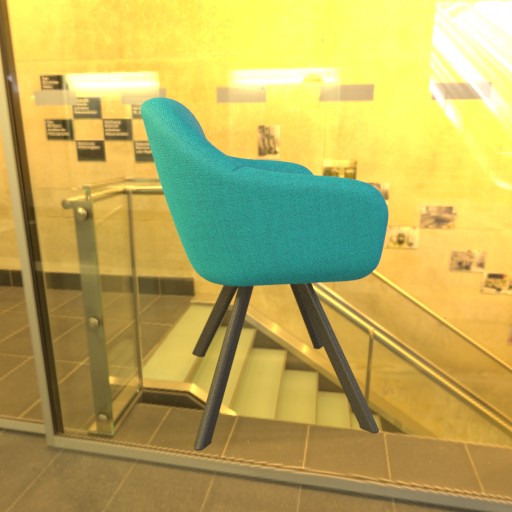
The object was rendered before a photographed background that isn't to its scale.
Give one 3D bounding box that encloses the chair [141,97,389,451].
[{"bbox_3d":[0.000,0.000,1.187,0.550,0.795,0.590,-2,16,-8],"label":"chair"}]
